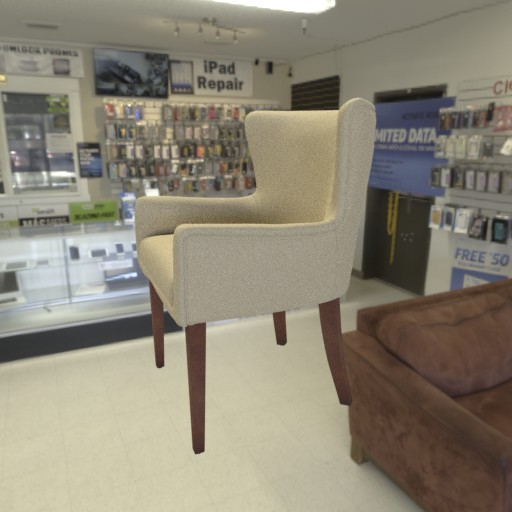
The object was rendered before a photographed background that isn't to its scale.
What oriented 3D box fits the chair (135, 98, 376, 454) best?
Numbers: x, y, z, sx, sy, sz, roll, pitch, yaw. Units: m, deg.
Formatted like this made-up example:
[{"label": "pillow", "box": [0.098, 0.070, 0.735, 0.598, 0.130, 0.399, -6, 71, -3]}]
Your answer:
[{"label": "chair", "box": [0.000, 0.000, 1.461, 0.686, 0.952, 0.660, -7, 17, -23]}]
